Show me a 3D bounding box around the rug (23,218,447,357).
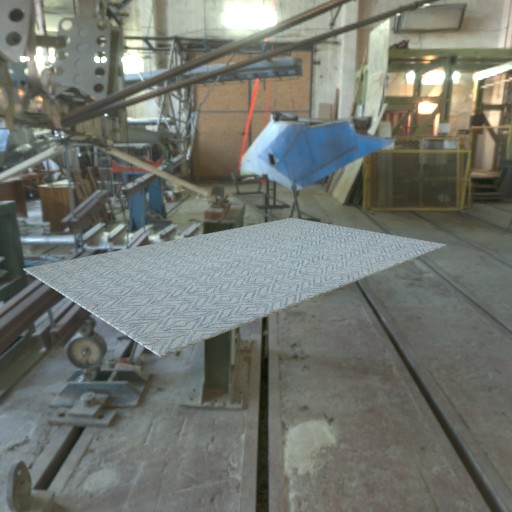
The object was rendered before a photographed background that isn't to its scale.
[{"bbox_3d":[0.000,0.000,2.969,2.441,0.008,1.526,-14,21,-42],"label":"rug"}]
